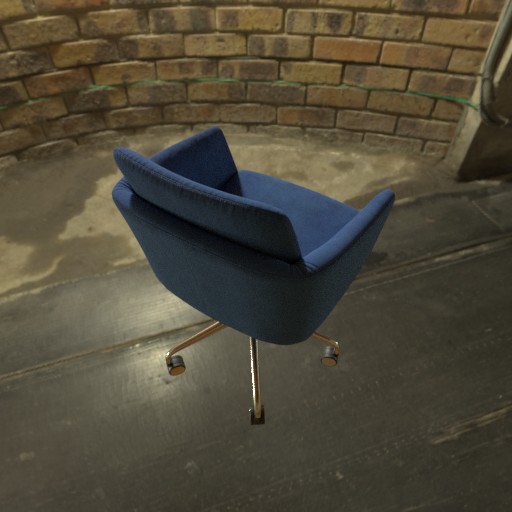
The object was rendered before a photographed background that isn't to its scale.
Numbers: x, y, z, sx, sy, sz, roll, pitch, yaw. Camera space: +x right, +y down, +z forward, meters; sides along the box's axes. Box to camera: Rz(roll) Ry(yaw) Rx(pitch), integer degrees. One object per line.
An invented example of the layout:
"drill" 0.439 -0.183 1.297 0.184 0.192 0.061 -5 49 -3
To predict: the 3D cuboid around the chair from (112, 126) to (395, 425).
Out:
"chair" 0.000 0.000 1.370 0.641 0.908 0.635 24 51 22
